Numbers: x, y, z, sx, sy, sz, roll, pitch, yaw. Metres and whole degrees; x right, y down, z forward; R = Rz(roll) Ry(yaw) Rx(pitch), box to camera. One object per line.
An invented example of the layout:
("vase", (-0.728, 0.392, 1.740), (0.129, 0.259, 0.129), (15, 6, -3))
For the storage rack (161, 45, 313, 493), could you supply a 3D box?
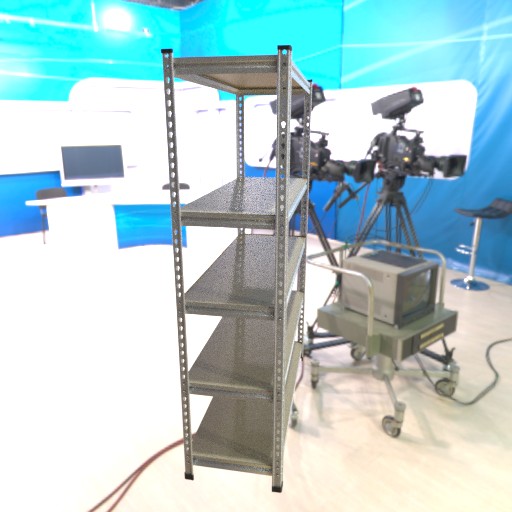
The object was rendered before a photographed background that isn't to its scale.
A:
("storage rack", (0.000, 0.000, 2.331), (0.457, 1.829, 1.219), (3, 17, 10))
